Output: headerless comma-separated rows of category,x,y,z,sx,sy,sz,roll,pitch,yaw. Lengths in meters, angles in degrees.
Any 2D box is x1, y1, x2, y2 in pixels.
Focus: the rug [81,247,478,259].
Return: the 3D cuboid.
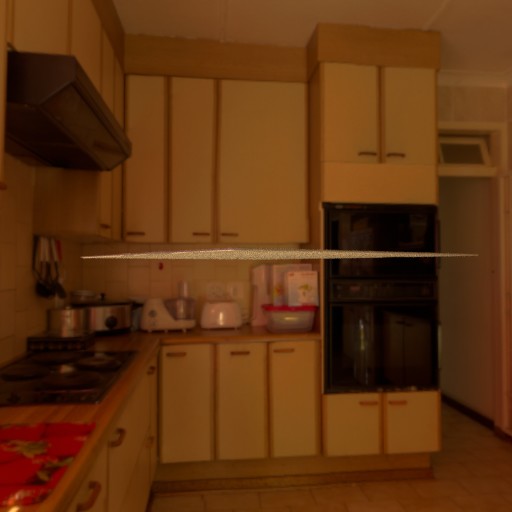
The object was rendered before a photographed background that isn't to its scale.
rug,0.000,0.000,4.262,2.456,0.021,3.068,1,-2,-36
